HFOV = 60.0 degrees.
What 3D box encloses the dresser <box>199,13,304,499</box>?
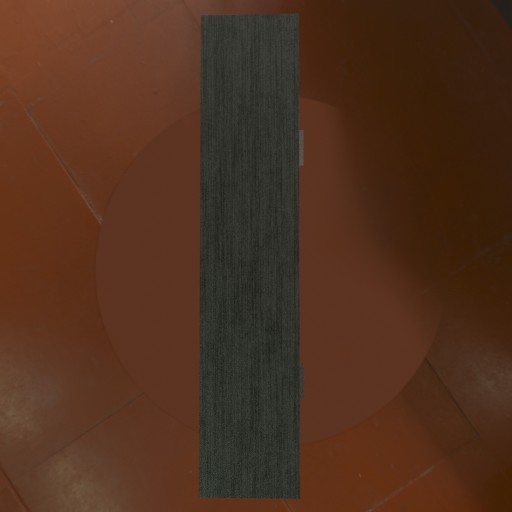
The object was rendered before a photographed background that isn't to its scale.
[{"bbox_3d":[0.000,0.000,1.800,0.333,0.790,1.535,0,88,2],"label":"dresser"}]
